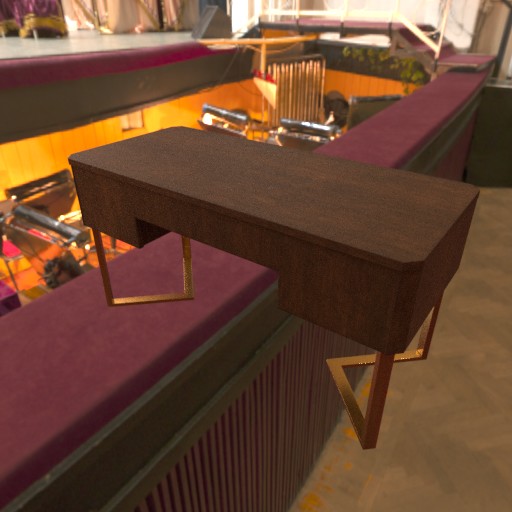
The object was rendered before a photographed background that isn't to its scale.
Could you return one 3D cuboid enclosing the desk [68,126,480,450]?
[{"bbox_3d":[0.000,0.000,1.879,1.479,0.762,0.684,20,36,31],"label":"desk"}]
